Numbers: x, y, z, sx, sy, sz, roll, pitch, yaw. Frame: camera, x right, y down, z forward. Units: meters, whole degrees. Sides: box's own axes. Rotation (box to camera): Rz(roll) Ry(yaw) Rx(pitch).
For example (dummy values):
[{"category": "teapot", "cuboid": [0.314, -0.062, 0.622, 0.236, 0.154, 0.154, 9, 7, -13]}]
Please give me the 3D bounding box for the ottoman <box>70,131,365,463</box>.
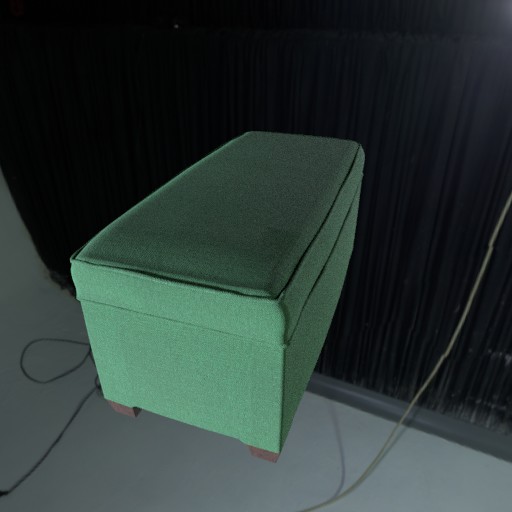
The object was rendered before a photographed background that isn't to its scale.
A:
[{"category": "ottoman", "cuboid": [0.000, 0.000, 1.263, 0.483, 0.471, 0.957, 10, 32, 17]}]
